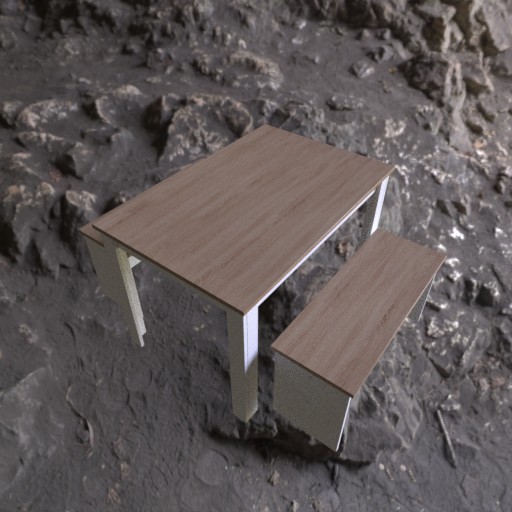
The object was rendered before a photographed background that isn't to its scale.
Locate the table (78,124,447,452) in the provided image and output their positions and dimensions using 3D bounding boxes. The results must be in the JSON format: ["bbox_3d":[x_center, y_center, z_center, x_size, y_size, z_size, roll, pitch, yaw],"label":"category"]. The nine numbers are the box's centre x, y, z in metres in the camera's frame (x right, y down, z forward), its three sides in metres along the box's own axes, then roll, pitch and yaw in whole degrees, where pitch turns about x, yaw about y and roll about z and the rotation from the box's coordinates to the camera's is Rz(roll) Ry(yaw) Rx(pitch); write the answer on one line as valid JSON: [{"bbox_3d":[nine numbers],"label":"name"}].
[{"bbox_3d":[0.000,0.000,2.063,1.443,0.700,1.100,27,48,27],"label":"table"}]
